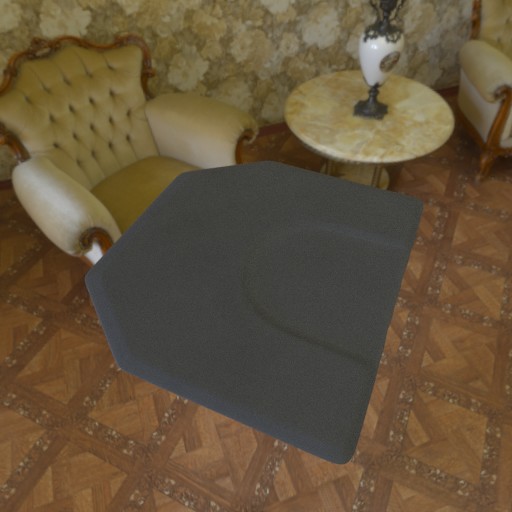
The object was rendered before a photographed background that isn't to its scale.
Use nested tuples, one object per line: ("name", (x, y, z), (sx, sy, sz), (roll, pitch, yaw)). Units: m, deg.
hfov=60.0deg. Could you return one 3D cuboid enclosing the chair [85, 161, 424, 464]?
("chair", (0.000, 0.000, 1.913), (1.219, 0.024, 1.372), (18, 49, 16))
